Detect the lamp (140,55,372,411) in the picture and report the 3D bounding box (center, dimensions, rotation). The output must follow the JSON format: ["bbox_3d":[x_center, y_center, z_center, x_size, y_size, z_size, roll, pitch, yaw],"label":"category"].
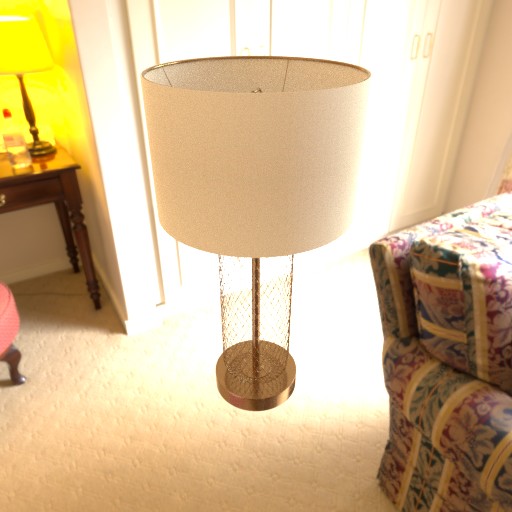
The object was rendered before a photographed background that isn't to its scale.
[{"bbox_3d":[0.000,0.000,0.618,0.252,0.483,0.252,11,33,18],"label":"lamp"}]
